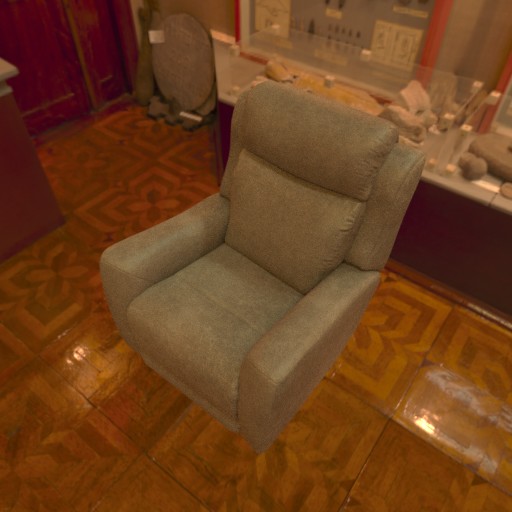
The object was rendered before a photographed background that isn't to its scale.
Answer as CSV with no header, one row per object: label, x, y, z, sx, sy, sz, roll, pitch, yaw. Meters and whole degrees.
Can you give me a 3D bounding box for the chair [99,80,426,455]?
chair,0.000,0.000,1.951,0.965,1.116,1.068,31,54,26
